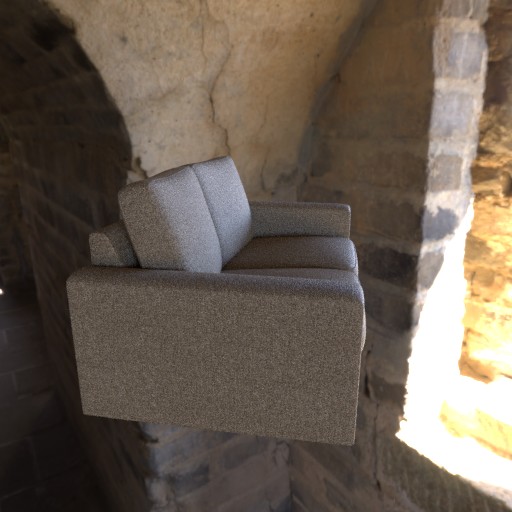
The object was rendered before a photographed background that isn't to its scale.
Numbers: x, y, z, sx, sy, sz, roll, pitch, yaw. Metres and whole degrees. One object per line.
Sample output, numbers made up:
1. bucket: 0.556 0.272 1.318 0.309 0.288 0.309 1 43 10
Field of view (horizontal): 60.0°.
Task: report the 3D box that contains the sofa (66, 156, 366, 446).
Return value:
1. sofa: 0.000 0.000 2.182 1.016 0.873 1.616 3 17 9
